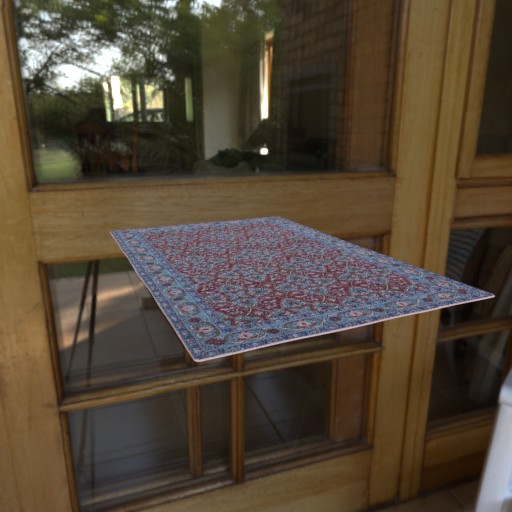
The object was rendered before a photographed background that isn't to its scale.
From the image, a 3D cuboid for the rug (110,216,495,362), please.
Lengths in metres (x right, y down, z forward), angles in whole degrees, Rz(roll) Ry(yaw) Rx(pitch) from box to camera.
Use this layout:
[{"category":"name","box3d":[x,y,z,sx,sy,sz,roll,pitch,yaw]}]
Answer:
[{"category":"rug","box3d":[0.000,0.000,2.281,1.219,0.009,1.829,-7,17,-24]}]
